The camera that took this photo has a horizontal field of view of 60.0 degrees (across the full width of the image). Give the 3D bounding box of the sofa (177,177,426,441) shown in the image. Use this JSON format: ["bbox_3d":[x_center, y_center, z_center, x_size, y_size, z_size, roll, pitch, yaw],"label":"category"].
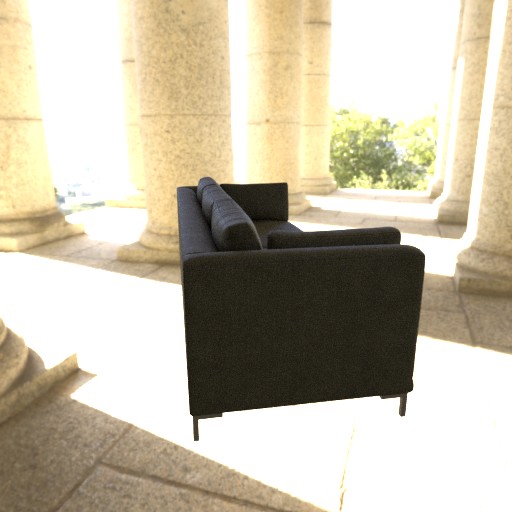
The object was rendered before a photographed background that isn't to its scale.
[{"bbox_3d":[0.000,0.000,2.884,0.969,0.867,2.415,-3,16,-10],"label":"sofa"}]
